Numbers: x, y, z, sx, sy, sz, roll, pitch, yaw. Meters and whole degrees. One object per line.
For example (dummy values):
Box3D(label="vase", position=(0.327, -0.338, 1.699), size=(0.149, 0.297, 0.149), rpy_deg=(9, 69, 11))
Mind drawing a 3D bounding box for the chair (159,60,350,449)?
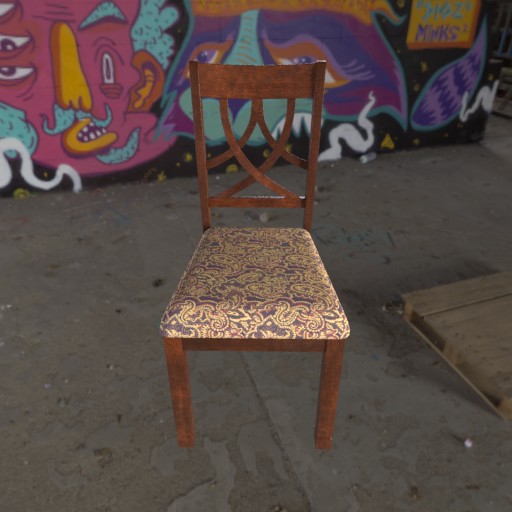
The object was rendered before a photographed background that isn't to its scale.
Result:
Box3D(label="chair", position=(0.000, 0.000, 1.271), size=(0.457, 0.965, 0.584), rpy_deg=(0, 31, 1))
